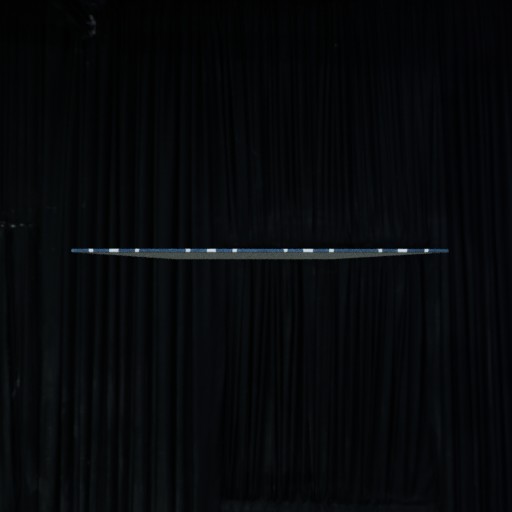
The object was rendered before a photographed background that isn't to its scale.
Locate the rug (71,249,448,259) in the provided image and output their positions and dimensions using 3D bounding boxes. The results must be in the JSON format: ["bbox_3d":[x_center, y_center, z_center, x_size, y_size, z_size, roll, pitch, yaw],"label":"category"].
[{"bbox_3d":[0.000,0.000,2.211,1.143,0.010,1.753,0,-1,-1],"label":"rug"}]
